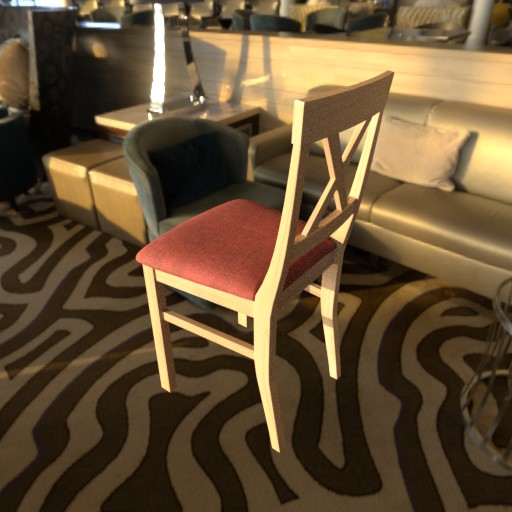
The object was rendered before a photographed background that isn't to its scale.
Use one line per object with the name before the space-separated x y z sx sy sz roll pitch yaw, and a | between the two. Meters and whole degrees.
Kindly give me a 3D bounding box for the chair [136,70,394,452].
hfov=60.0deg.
chair | 0.000 0.000 1.175 0.492 0.912 0.439 21 37 31
